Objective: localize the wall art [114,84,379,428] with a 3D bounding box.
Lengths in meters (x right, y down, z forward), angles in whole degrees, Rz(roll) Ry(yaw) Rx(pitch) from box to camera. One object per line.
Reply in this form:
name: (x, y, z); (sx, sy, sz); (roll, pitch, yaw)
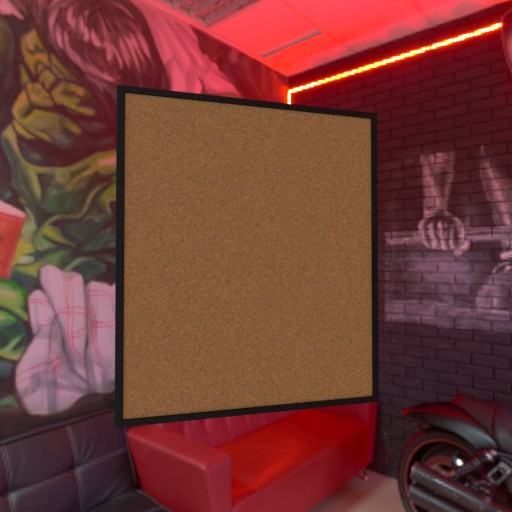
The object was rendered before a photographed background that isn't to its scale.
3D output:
wall art: (0.000, 0.000, 0.547); (0.330, 0.381, 0.019); (0, -1, -17)
